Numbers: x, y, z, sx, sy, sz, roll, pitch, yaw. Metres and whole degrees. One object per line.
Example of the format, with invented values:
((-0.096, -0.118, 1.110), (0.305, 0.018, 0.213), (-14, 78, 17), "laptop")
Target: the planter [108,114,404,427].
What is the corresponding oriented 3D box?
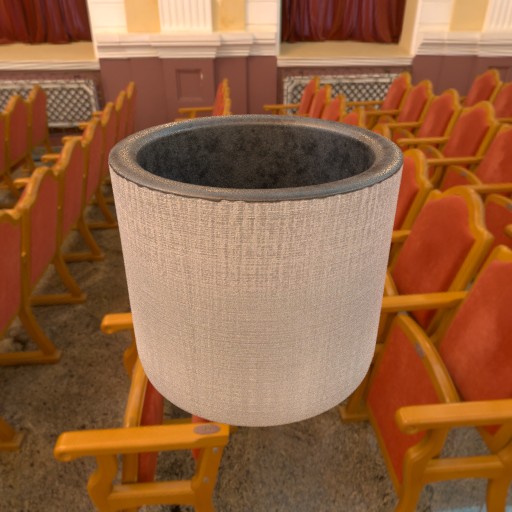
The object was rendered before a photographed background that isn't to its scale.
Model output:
((0.000, 0.000, 0.219), (0.125, 0.112, 0.125), (0, 29, 0), "planter")
